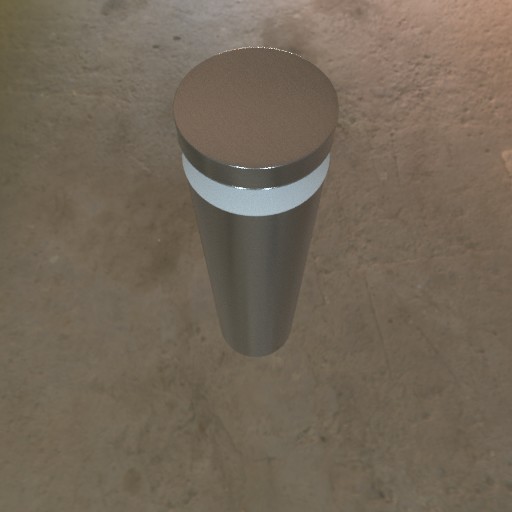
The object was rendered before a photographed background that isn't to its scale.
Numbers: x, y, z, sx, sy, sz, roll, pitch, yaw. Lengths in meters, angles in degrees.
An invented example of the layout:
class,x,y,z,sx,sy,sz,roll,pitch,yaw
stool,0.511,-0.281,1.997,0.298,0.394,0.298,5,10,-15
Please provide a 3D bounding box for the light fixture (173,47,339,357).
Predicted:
class,x,y,z,sx,sy,sz,roll,pitch,yaw
light fixture,0.000,0.000,0.444,0.102,0.400,0.102,-32,67,-15
